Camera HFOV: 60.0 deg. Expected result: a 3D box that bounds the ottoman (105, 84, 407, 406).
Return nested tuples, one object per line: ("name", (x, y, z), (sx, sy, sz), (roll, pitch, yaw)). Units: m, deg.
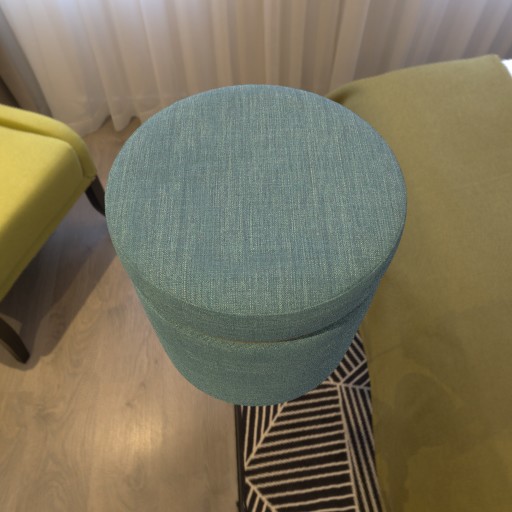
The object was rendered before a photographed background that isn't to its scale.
("ottoman", (0.000, 0.000, 0.737), (0.398, 0.406, 0.398), (0, 58, 0))
